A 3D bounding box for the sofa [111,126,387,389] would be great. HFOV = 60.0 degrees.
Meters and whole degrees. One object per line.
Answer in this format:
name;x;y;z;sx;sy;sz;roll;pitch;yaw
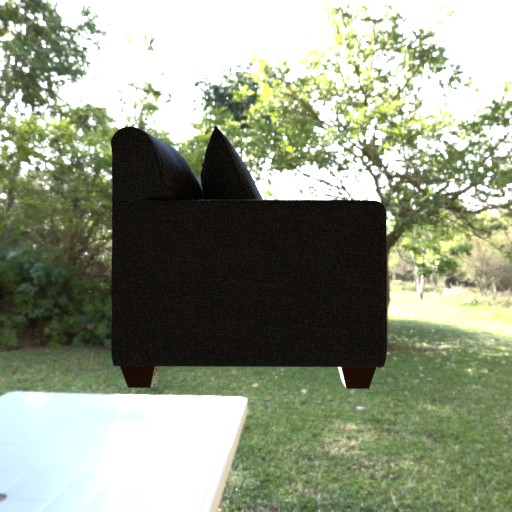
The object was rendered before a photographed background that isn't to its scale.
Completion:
sofa;0.000;0.000;2.518;0.997;0.958;2.024;0;-1;1
